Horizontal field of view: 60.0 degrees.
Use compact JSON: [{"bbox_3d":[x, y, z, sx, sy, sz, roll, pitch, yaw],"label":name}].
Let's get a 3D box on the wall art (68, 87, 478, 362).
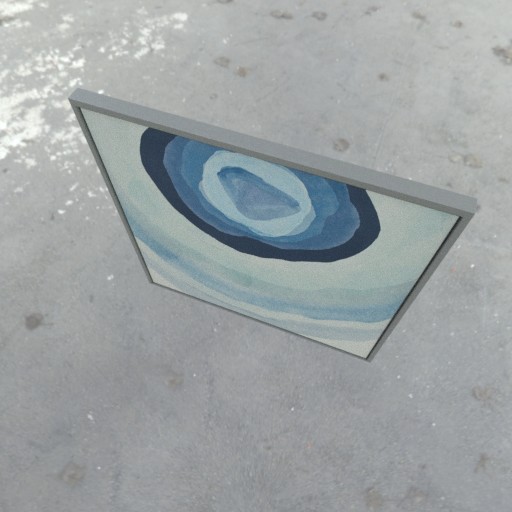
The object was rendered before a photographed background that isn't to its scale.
[{"bbox_3d":[0.000,0.000,1.179,0.809,0.807,0.038,18,61,11],"label":"wall art"}]
